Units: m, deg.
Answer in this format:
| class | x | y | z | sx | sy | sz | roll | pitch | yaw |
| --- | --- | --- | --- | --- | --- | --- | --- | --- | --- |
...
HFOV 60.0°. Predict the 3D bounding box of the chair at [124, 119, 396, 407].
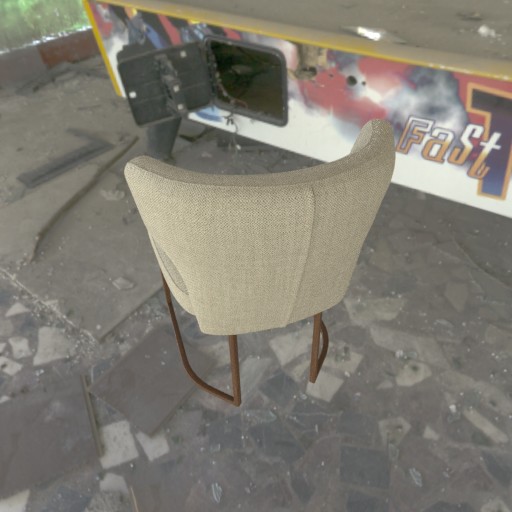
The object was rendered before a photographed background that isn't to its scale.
| class | x | y | z | sx | sy | sz | roll | pitch | yaw |
| --- | --- | --- | --- | --- | --- | --- | --- | --- | --- |
| chair | 0.000 | 0.000 | 1.266 | 0.611 | 0.824 | 0.617 | -13 | 43 | -14 |
